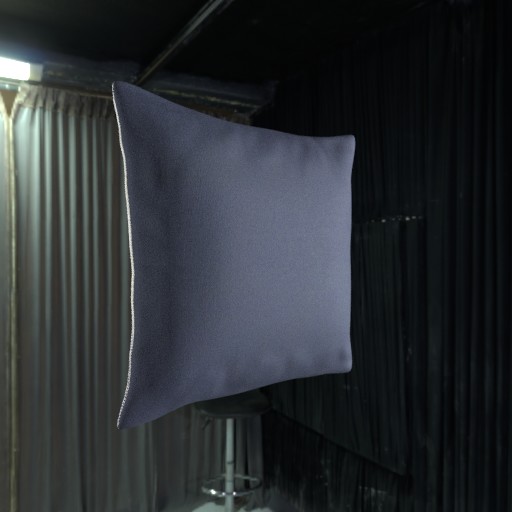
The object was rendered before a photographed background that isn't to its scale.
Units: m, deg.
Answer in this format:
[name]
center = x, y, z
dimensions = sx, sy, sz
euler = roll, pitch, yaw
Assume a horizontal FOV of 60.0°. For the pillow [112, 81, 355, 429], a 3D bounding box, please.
[pillow]
center = 0.000, 0.000, 0.797
dimensions = 0.520, 0.508, 0.166
euler = -1, 1, -37
